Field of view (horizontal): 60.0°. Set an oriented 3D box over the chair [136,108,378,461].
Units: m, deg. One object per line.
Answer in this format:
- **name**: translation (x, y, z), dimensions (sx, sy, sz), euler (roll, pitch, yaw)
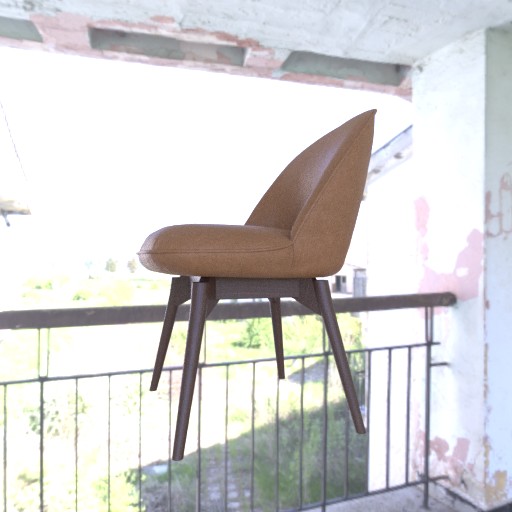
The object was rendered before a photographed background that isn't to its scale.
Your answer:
- **chair**: translation (0.000, 0.000, 1.225), dimensions (0.631, 0.831, 0.521), euler (0, 0, -19)
